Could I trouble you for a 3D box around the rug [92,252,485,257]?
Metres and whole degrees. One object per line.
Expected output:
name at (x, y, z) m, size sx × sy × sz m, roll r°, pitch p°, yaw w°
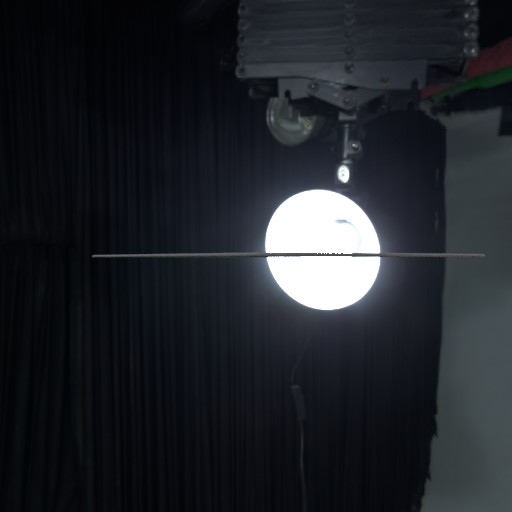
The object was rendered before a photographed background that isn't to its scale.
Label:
rug at (0.000, 0.000, 2.135) m, size 1.067 × 0.013 × 1.676 m, roll 0°, pitch 0°, yaw -36°
